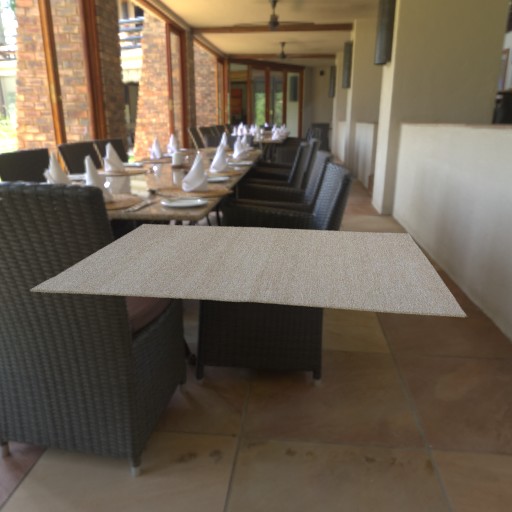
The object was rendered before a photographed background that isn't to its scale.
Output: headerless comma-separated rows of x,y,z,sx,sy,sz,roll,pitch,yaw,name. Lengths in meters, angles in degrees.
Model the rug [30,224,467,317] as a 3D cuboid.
0.000,0.000,3.799,2.869,0.038,2.032,3,17,8,rug
